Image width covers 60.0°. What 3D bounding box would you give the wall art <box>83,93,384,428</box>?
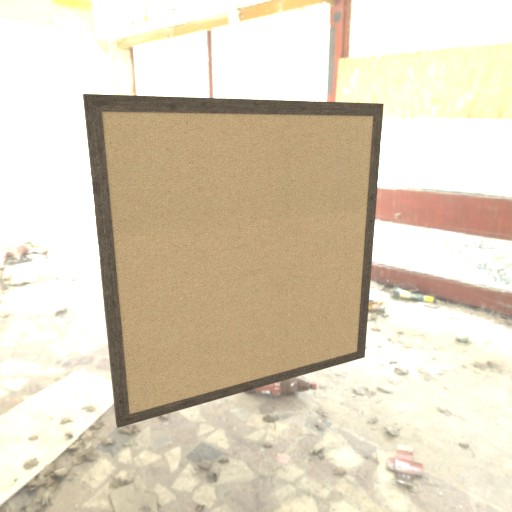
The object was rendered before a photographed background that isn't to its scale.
[{"bbox_3d":[0.000,0.000,0.685,0.457,0.457,0.013,-8,18,-26],"label":"wall art"}]
